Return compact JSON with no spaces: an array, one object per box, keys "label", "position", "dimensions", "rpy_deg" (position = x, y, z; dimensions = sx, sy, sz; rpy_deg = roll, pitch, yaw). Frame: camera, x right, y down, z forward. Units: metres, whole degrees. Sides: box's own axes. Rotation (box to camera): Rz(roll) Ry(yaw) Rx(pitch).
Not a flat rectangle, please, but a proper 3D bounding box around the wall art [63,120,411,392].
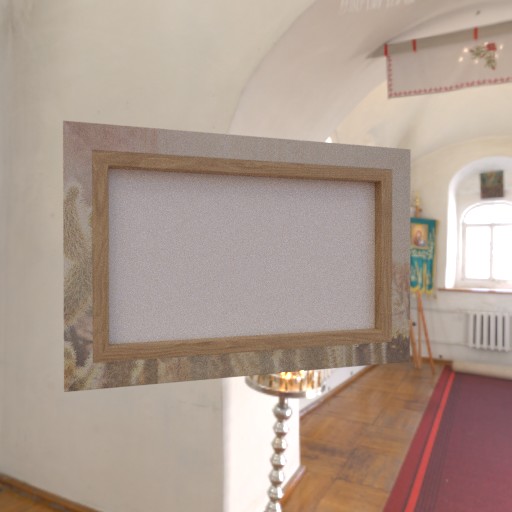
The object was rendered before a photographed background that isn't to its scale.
[{"label":"wall art","position":[0.000,0.000,1.148],"dimensions":[0.916,0.608,0.040],"rpy_deg":[0,1,-18]}]
